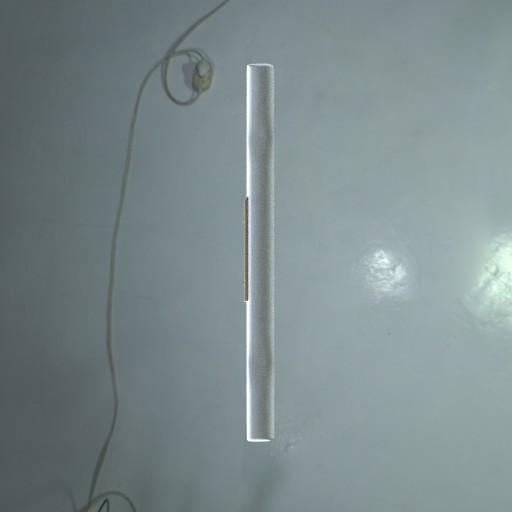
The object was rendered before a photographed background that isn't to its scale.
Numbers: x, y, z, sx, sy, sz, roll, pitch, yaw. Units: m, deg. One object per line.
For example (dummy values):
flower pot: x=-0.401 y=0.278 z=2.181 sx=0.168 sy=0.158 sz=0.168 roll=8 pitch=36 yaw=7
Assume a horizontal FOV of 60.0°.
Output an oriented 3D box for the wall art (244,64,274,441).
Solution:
wall art: x=0.000 y=0.000 z=1.154 sx=0.048 sy=0.902 sz=0.602 roll=0 pitch=89 yaw=-1
